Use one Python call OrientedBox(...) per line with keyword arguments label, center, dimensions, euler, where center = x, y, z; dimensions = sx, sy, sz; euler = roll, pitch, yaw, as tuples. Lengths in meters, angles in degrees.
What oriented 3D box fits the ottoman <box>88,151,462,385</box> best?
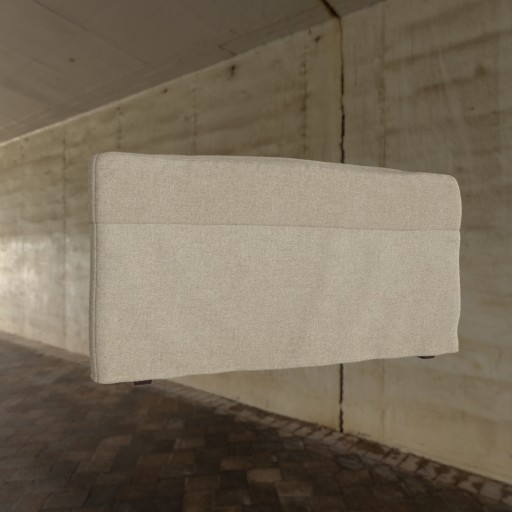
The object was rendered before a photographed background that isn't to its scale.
OrientedBox(label="ottoman", center=(0.000, 0.000, 1.217), dimensions=(0.833, 0.485, 0.650), euler=(0, 1, -18))
